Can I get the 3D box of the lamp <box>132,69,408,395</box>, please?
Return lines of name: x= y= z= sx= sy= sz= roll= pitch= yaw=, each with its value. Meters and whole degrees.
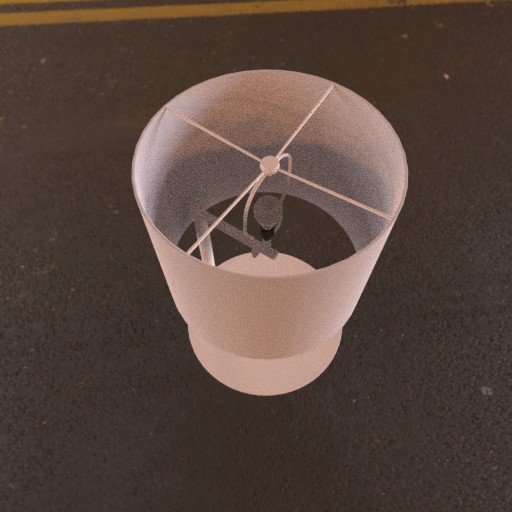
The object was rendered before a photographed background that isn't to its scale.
lamp: x=0.000 y=0.000 z=0.684 sx=0.341 sy=0.454 sz=0.299 roll=30 pitch=64 yaw=16
